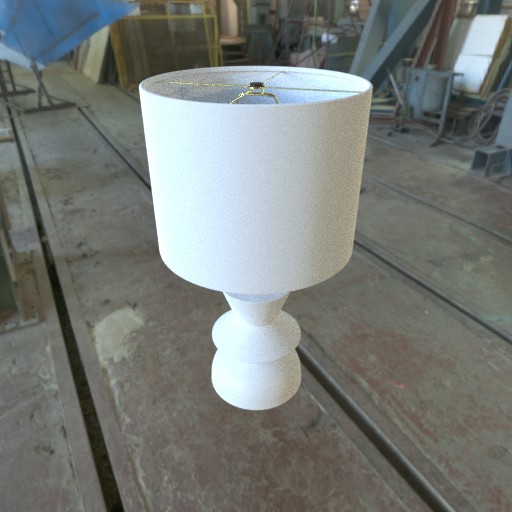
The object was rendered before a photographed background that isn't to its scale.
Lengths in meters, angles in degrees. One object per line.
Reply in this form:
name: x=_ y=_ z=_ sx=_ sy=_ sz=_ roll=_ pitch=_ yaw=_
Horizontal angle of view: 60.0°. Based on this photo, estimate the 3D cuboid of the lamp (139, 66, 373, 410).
lamp: x=0.000 y=0.000 z=0.718 sx=0.301 sy=0.533 sz=0.301 roll=8 pitch=31 yaw=14
